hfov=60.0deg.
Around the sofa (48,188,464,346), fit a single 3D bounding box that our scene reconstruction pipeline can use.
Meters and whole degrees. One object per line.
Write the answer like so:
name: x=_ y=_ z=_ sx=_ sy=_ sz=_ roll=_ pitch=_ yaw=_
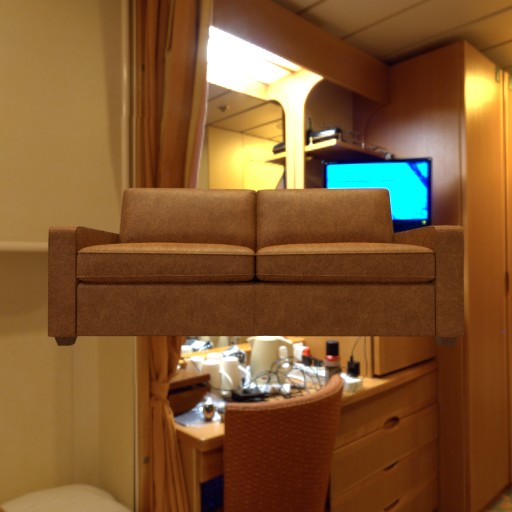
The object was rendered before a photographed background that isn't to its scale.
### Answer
sofa: x=0.000 y=0.000 z=2.702 sx=2.156 sy=0.928 sz=0.991 roll=0 pitch=-1 yaw=0
